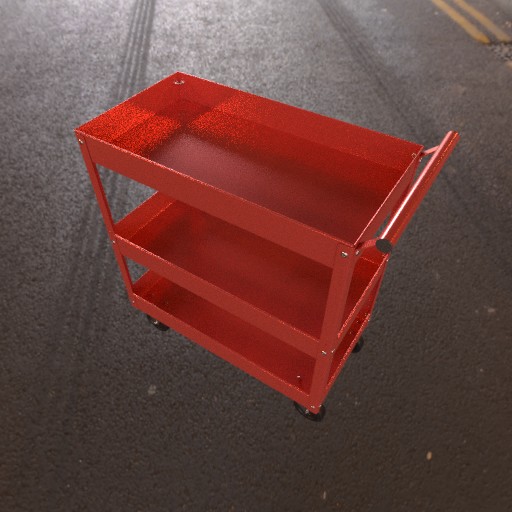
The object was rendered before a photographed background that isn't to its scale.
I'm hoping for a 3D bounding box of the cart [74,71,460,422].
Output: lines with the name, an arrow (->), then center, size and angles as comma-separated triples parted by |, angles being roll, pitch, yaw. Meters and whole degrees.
cart -> 0.000, 0.000, 1.173 | 0.719, 0.780, 0.366 | 25, 51, 22
